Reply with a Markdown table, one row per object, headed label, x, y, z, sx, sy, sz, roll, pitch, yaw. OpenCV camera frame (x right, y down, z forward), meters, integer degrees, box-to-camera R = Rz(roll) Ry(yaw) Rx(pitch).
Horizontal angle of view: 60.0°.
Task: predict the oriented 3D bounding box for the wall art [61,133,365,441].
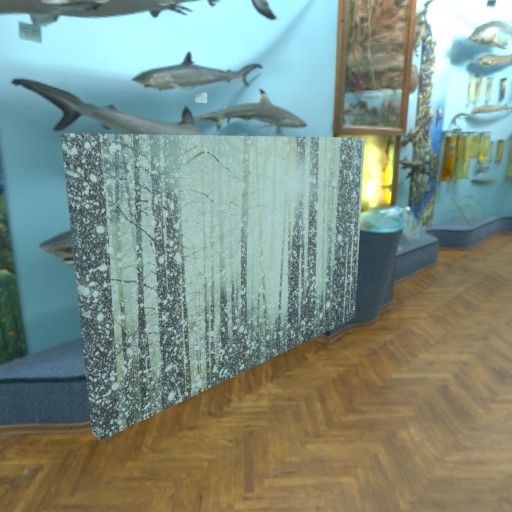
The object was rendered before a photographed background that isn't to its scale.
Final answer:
| label | x | y | z | sx | sy | sz | roll | pitch | yaw |
| --- | --- | --- | --- | --- | --- | --- | --- | --- | --- |
| wall art | 0.000 | 0.000 | 1.146 | 0.919 | 0.598 | 0.038 | -14 | 20 | -43 |
